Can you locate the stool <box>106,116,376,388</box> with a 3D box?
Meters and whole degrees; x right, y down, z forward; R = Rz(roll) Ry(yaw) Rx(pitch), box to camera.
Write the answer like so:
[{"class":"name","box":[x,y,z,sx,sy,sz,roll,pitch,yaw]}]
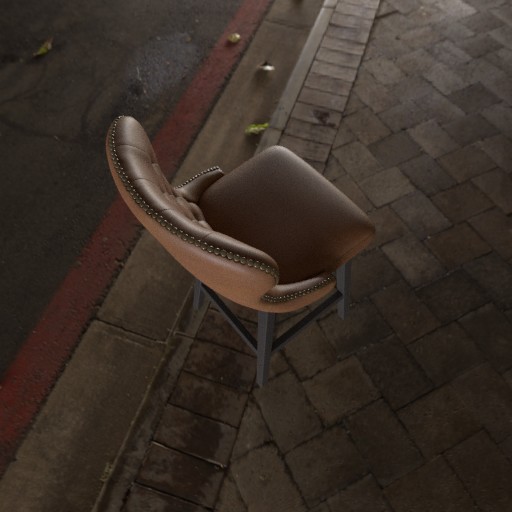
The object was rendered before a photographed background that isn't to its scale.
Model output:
[{"class":"stool","box":[0.000,0.000,1.321,0.593,0.971,0.528,-35,64,-20]}]
